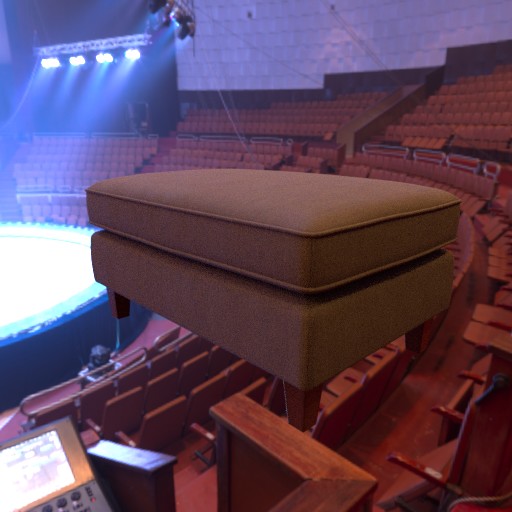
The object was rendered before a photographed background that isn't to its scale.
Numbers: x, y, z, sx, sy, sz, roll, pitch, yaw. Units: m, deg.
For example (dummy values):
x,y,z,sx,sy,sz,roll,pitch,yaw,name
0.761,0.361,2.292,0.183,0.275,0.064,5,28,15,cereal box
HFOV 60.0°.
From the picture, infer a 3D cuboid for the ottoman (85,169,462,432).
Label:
x,y,z,sx,sy,sz,roll,pitch,yaw,name
0.000,0.000,1.304,0.636,0.480,0.941,-14,21,-42,ottoman
